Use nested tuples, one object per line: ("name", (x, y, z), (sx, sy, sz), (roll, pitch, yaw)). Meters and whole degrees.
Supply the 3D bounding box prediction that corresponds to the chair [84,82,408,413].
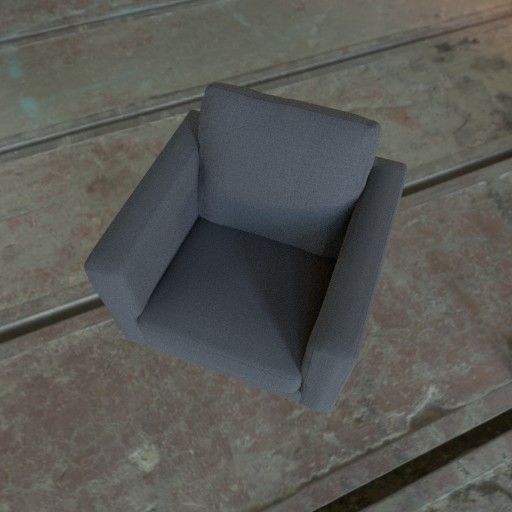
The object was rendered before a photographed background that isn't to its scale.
("chair", (0.000, 0.000, 1.617), (0.854, 0.927, 0.800), (18, 58, 11))
